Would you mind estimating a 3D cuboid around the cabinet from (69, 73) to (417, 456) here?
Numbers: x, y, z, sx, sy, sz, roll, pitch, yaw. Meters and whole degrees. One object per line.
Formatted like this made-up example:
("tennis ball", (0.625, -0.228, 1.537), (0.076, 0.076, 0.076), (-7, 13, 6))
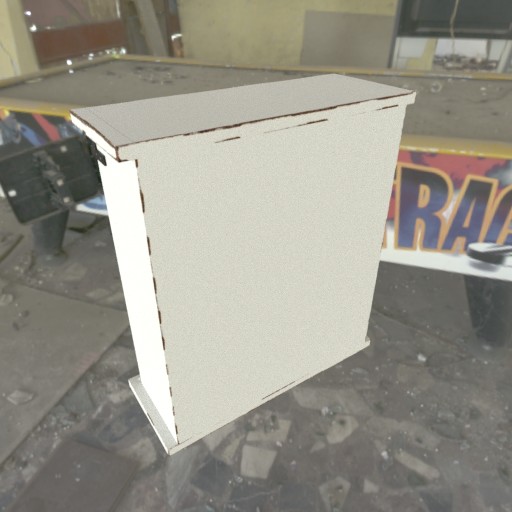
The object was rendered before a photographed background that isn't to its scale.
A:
("cabinet", (0.000, 0.000, 0.885), (0.541, 0.603, 0.210), (-20, 37, -28))
